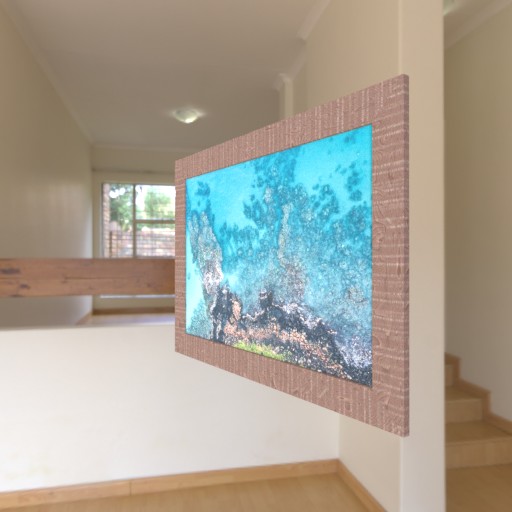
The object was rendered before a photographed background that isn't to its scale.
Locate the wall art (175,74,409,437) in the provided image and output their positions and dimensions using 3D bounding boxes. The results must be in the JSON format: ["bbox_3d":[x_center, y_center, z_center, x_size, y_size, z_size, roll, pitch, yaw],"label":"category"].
[{"bbox_3d":[0.000,0.000,1.353,0.020,0.761,1.056,0,0,-37],"label":"wall art"}]
